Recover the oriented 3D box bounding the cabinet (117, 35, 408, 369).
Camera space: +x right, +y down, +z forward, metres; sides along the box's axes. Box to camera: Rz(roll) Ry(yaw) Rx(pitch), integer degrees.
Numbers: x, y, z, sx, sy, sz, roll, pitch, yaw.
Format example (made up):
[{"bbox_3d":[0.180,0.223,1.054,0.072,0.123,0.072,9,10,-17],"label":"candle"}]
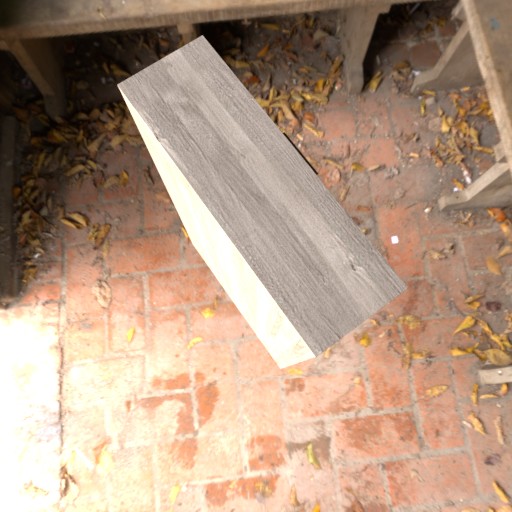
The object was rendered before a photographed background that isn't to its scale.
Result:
[{"bbox_3d":[0.000,0.000,1.574,0.250,1.280,0.750,-34,77,-9],"label":"cabinet"}]
